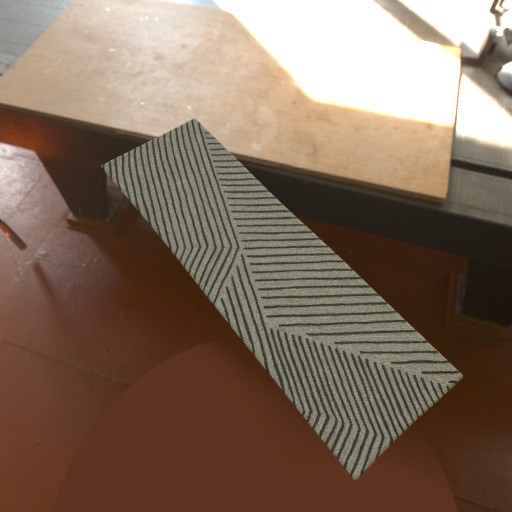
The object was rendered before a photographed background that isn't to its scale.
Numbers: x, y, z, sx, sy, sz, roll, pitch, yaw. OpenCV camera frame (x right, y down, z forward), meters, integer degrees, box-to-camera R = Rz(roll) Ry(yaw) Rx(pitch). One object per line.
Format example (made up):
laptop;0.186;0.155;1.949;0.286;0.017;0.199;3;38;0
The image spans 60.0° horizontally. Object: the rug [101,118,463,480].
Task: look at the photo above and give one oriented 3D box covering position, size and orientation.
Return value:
rug;0.000;0.000;2.633;0.773;0.020;2.439;-34;64;-19
